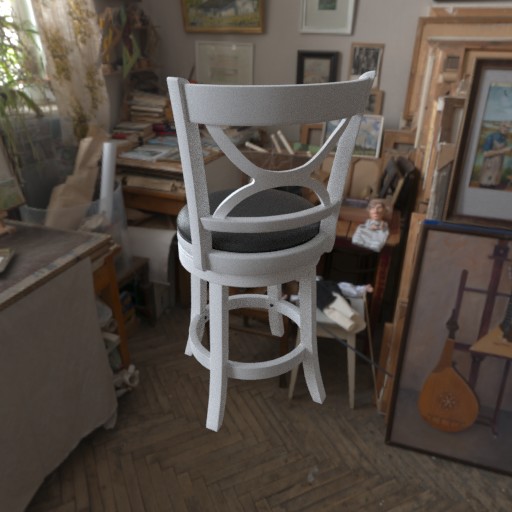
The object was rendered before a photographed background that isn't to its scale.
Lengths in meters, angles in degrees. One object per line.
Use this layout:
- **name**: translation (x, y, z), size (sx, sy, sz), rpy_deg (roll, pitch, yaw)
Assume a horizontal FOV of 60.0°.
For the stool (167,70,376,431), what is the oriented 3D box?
- **stool**: translation (0.000, 0.000, 1.218), size (0.444, 0.953, 0.508), rpy_deg (-9, 28, -17)
